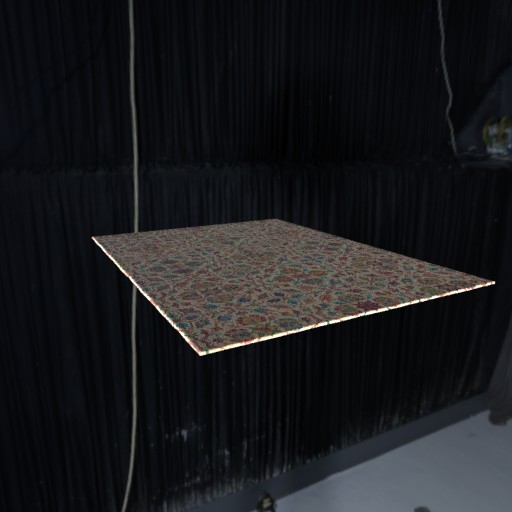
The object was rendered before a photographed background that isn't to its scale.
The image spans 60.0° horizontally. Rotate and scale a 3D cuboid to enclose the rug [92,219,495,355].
[{"bbox_3d":[0.000,0.000,4.203,2.446,0.020,3.215,-8,17,-28],"label":"rug"}]
